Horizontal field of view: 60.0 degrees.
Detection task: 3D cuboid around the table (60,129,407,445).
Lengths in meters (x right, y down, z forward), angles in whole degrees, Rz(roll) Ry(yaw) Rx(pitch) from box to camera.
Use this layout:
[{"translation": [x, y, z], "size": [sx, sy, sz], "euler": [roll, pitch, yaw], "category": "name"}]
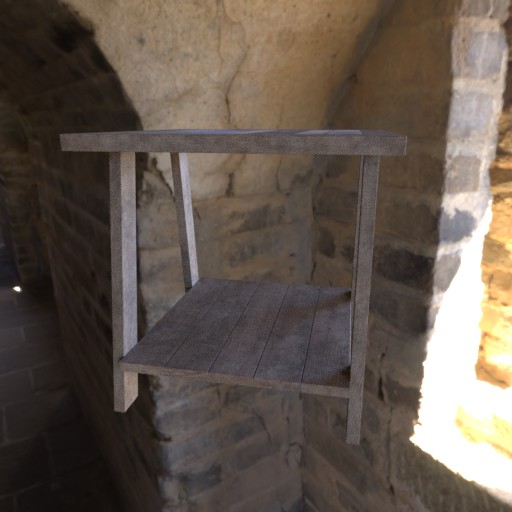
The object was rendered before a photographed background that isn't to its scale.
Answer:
[{"translation": [0.000, 0.000, 1.127], "size": [0.610, 0.610, 0.610], "euler": [3, 17, 11], "category": "table"}]
